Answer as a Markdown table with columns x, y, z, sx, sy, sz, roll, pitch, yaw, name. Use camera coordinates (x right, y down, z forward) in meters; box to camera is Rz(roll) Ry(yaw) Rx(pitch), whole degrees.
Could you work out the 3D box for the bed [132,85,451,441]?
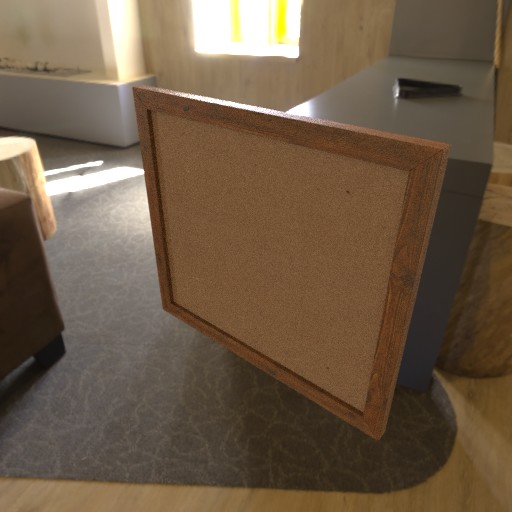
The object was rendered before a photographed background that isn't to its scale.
| x | y | z | sx | sy | sz | roll | pitch | yaw | name |
| --- | --- | --- | --- | --- | --- | --- | --- | --- | --- |
| 0.000 | 0.000 | 1.459 | 1.046 | 0.942 | 0.046 | 23 | 38 | 33 | bed |
